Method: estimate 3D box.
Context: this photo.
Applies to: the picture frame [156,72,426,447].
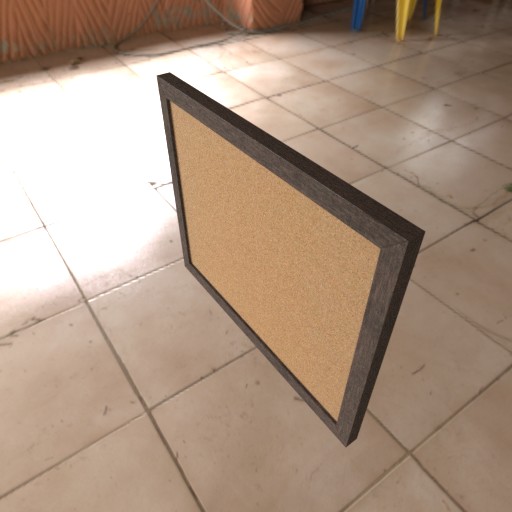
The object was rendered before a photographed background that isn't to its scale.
[{"bbox_3d":[0.000,0.000,0.759,0.026,0.455,0.546,-26,48,-26],"label":"picture frame"}]
